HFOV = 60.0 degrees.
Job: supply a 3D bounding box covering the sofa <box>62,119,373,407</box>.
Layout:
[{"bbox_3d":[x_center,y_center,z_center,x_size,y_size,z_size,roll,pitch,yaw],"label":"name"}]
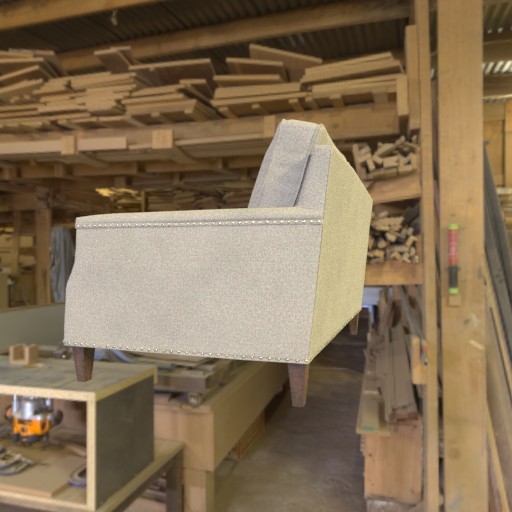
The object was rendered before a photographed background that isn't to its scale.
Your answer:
[{"bbox_3d":[0.000,0.000,2.306,1.084,1.003,1.597,0,0,20],"label":"sofa"}]
